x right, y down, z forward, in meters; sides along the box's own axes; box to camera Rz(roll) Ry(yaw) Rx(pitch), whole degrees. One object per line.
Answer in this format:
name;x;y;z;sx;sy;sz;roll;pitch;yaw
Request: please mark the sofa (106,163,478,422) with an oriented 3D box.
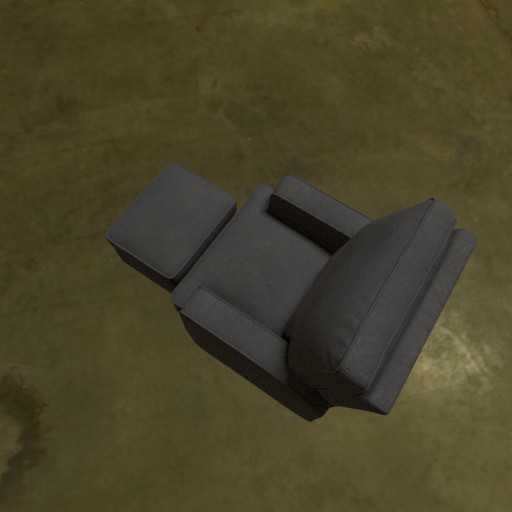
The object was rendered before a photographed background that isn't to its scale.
sofa;0.000;0.000;1.990;1.472;0.959;0.861;31;68;14
